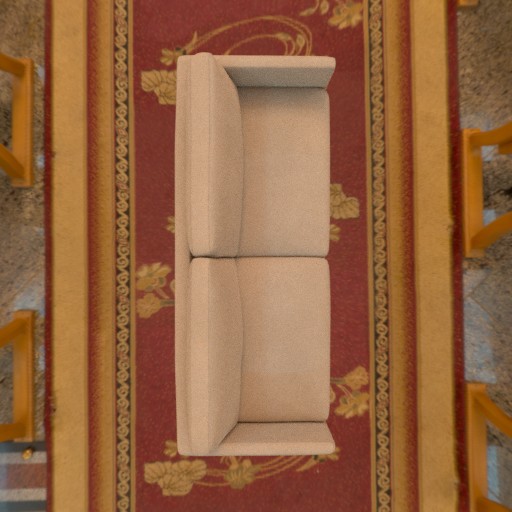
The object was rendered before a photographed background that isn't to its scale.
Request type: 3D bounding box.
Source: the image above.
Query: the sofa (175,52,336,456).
[{"bbox_3d":[0.000,0.000,2.881,0.988,0.912,2.404,0,90,-1],"label":"sofa"}]
